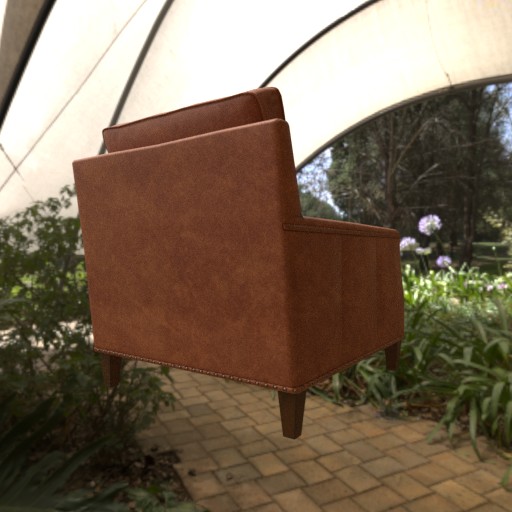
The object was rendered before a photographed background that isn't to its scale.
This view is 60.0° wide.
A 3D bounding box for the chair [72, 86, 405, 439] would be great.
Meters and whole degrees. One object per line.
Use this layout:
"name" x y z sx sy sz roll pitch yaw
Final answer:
"chair" 0.000 0.000 1.694 0.853 0.943 1.014 0 1 35
